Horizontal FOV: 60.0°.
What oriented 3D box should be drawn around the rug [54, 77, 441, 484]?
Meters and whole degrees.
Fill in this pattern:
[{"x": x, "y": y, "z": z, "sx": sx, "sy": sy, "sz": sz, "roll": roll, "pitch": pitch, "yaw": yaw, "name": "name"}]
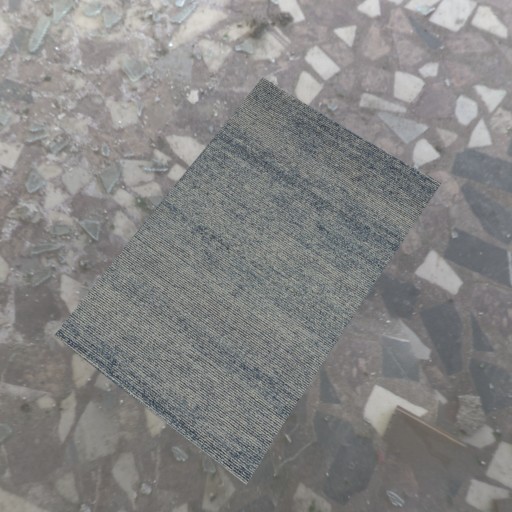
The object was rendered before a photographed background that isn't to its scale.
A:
[{"x": 0.000, "y": 0.000, "z": 2.237, "sx": 1.145, "sy": 0.021, "sz": 1.777, "roll": 34, "pitch": 78, "yaw": 8, "name": "rug"}]
